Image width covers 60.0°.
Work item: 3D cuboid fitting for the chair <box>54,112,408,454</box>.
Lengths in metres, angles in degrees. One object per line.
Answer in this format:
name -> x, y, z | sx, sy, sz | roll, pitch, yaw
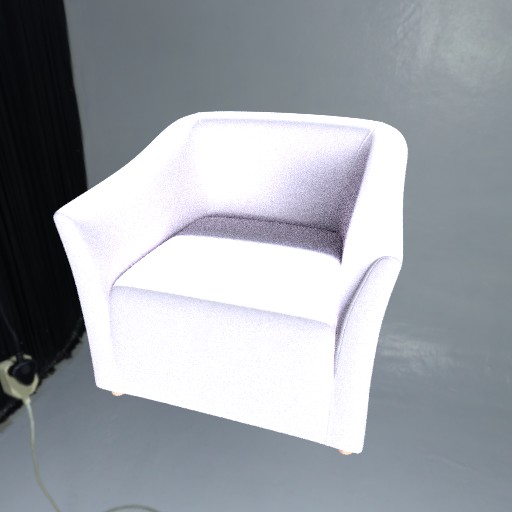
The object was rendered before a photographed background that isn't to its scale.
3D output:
chair -> 0.000, 0.000, 1.312 | 0.790, 0.720, 0.700 | 8, 28, 16
